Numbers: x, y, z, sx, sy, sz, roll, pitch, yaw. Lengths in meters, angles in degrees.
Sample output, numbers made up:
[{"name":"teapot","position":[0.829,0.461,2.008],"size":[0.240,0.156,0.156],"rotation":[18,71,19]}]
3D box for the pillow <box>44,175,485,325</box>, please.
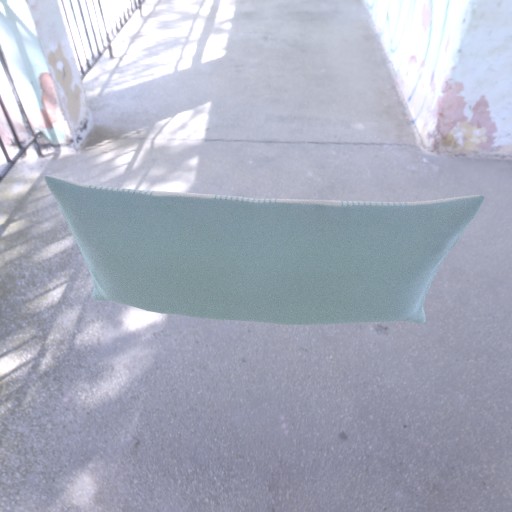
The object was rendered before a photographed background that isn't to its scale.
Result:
[{"name":"pillow","position":[0.000,0.000,0.710],"size":[0.610,0.287,0.151],"rotation":[3,46,3]}]
